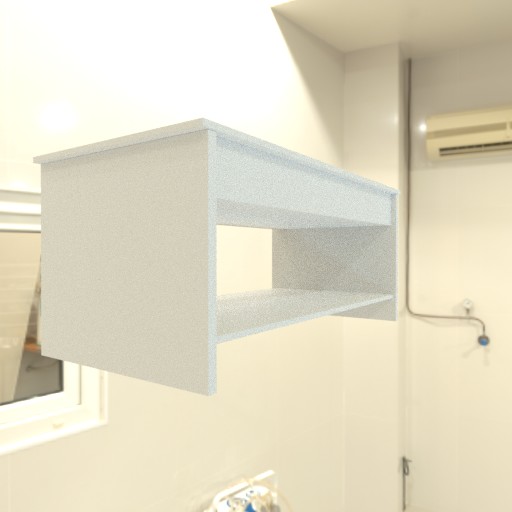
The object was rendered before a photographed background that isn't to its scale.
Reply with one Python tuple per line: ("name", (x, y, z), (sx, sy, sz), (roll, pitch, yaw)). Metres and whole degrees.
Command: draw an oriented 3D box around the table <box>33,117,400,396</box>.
("table", (0.000, 0.000, 1.244), (0.500, 0.441, 1.000), (0, 0, 35))
